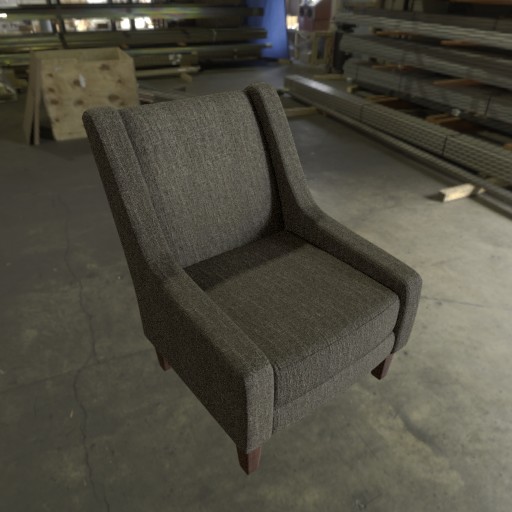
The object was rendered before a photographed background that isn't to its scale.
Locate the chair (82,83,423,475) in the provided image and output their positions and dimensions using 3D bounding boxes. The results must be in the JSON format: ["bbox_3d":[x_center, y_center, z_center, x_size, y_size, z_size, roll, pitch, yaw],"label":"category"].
[{"bbox_3d":[0.000,0.000,1.639,0.793,1.012,0.944,-22,38,-31],"label":"chair"}]
